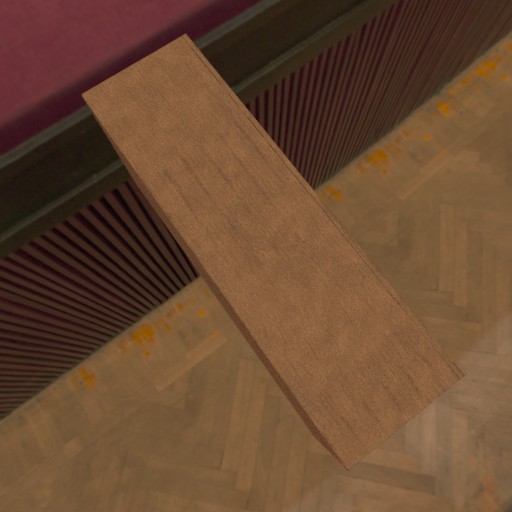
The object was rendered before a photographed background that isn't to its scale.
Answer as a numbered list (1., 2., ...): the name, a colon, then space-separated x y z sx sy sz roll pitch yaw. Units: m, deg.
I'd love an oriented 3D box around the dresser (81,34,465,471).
1. dresser: 0.000 0.000 1.988 0.483 0.889 1.628 -35 77 -9
